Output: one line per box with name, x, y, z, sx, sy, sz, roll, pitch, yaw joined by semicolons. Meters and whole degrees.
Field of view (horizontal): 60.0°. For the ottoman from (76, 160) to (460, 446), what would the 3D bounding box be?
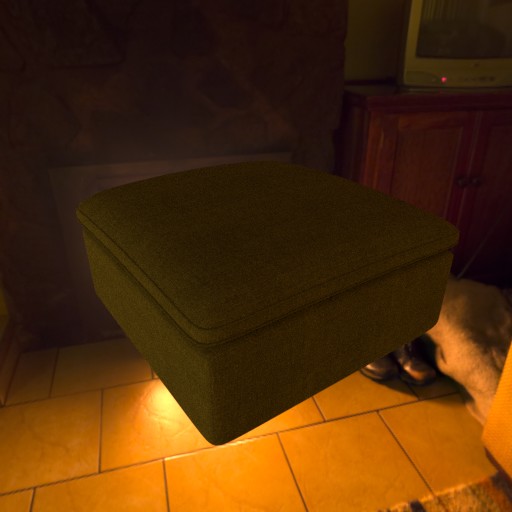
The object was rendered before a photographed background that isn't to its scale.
ottoman;0.000;0.000;1.732;1.067;0.559;1.067;-17;31;-31
